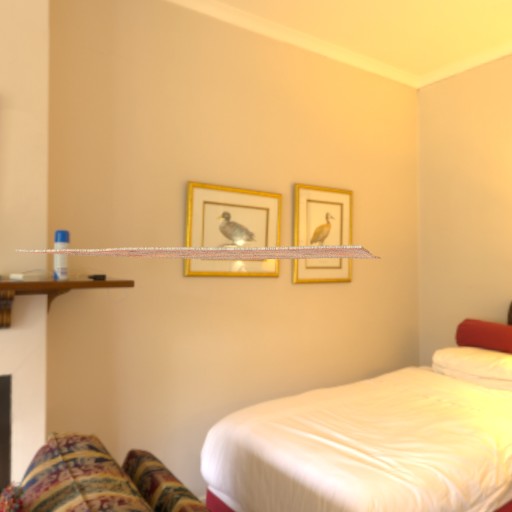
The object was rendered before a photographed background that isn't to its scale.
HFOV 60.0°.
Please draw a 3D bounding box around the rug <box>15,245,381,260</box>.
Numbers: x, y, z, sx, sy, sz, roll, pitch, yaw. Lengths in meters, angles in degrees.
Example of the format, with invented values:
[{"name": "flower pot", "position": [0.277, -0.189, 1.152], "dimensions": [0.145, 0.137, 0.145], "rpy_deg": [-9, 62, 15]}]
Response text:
[{"name": "rug", "position": [0.000, 0.000, 2.939], "dimensions": [1.537, 0.029, 2.439], "rpy_deg": [0, -1, 17]}]
